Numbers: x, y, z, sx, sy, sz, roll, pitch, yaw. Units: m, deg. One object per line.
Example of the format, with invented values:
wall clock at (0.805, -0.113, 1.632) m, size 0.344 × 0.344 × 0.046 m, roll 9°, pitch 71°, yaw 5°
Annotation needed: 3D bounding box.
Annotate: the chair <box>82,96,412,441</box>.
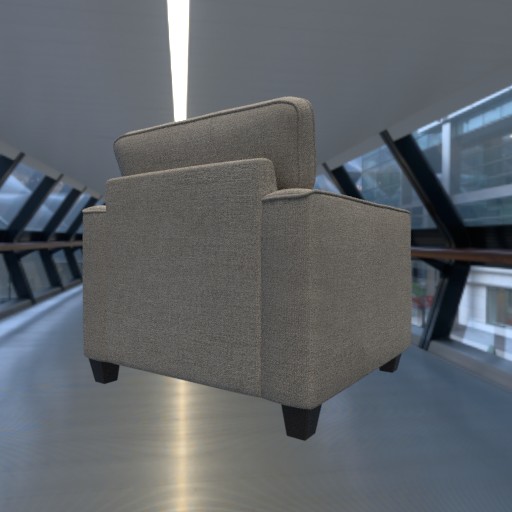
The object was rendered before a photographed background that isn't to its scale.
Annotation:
chair at (0.000, 0.000, 1.783) m, size 1.015 × 0.965 × 0.939 m, roll 1°, pitch 1°, yaw 35°
